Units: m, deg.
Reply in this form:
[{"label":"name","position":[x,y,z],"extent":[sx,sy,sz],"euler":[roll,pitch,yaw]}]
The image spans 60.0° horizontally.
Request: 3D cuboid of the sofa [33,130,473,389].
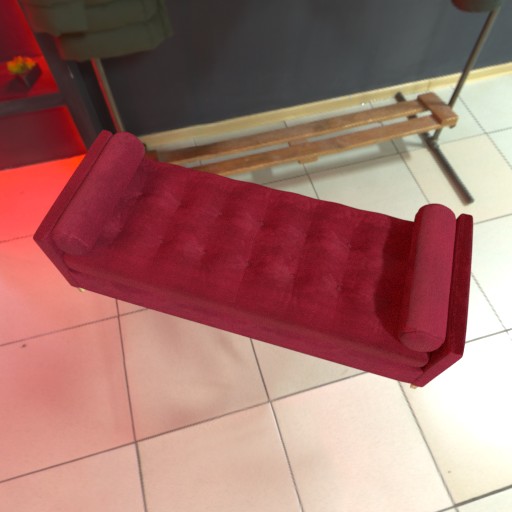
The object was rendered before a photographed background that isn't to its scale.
[{"label":"sofa","position":[0.000,0.000,2.464],"extent":[2.102,0.705,0.796],"euler":[15,61,8]}]
